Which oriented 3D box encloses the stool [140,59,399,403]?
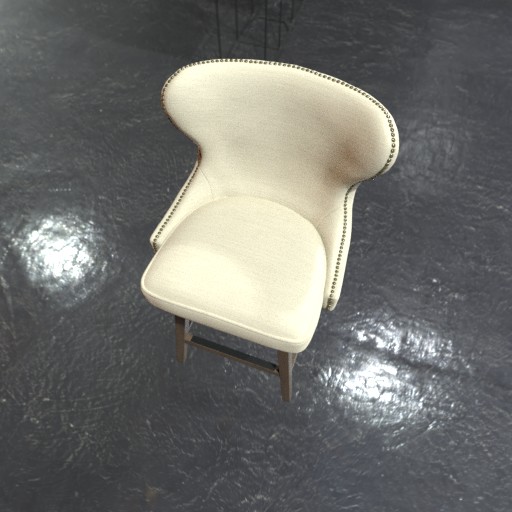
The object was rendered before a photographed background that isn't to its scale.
[{"bbox_3d":[0.000,0.000,1.386,0.615,0.972,0.597,17,59,11],"label":"stool"}]
